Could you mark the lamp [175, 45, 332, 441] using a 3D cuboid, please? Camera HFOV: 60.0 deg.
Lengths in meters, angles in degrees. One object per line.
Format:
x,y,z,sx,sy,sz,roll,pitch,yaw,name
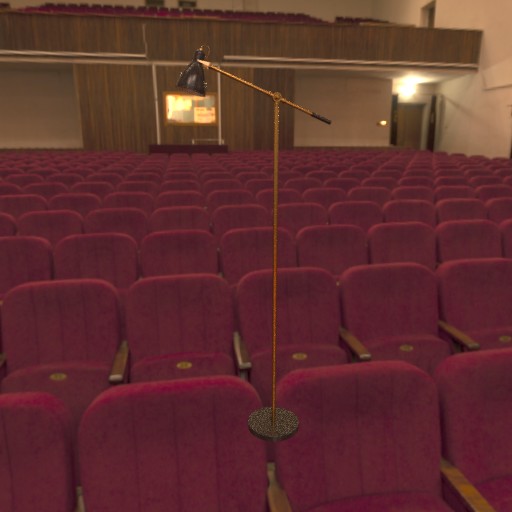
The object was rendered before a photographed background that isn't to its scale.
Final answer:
0.000,0.000,1.867,0.618,1.628,0.235,-2,13,-9,lamp
